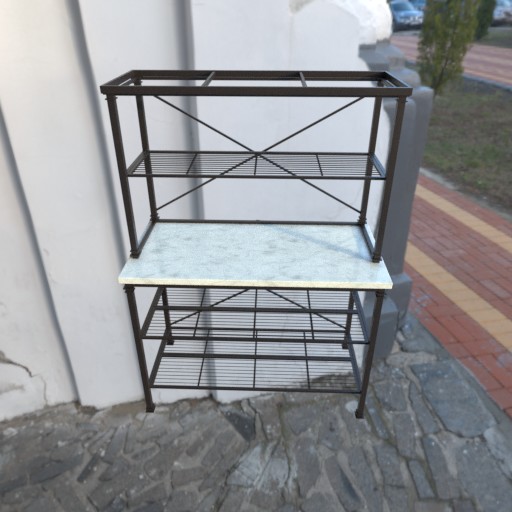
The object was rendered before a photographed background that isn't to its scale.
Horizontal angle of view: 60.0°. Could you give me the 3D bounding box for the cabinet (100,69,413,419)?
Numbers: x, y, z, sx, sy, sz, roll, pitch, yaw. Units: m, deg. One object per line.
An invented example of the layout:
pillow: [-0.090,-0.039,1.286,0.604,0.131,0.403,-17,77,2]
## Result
cabinet: [0.000,0.000,2.228,1.210,1.659,0.610,1,30,2]
